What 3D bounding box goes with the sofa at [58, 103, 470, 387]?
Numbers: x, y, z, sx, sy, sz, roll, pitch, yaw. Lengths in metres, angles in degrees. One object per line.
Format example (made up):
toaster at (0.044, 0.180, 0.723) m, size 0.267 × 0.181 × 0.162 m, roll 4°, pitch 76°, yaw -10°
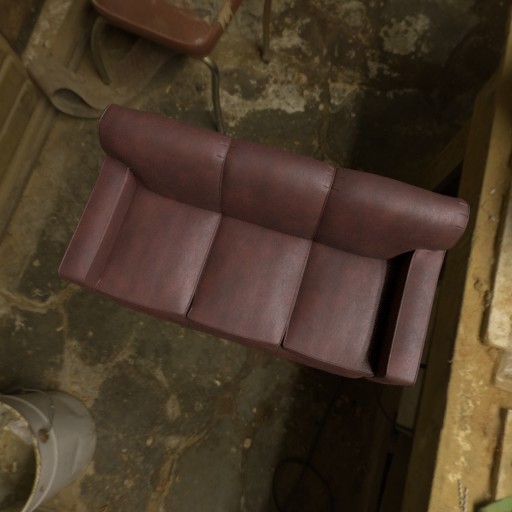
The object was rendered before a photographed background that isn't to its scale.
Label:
sofa at (0.000, 0.000, 2.620) m, size 2.039 × 0.953 × 1.008 m, roll 17°, pitch 76°, yaw 4°
